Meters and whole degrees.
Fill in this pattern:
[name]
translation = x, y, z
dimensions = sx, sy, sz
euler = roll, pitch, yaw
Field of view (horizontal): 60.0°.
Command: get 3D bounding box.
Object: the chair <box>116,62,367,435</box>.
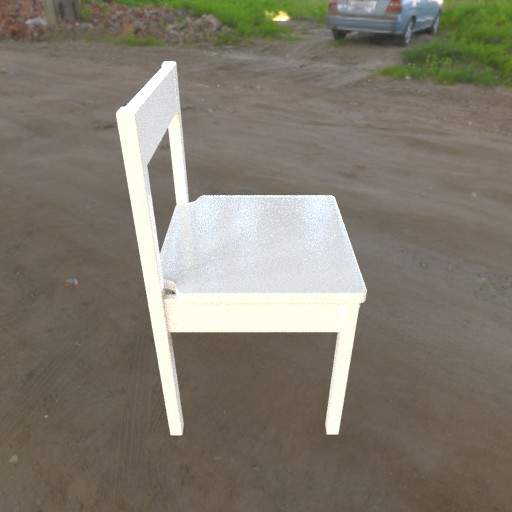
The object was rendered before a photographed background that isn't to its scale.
[chair]
translation = 0.000, 0.000, 0.892
dimensions = 0.361, 0.668, 0.367
euler = 0, 33, 0
